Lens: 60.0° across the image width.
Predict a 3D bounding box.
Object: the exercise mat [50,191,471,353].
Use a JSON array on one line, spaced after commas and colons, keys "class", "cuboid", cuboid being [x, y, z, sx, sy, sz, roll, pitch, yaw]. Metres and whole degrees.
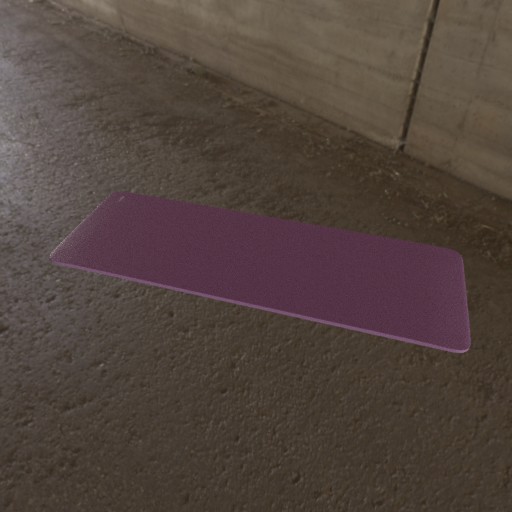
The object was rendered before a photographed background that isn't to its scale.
[{"class": "exercise mat", "cuboid": [0.000, 0.000, 2.083, 1.869, 0.021, 0.616, 11, 42, 12]}]
